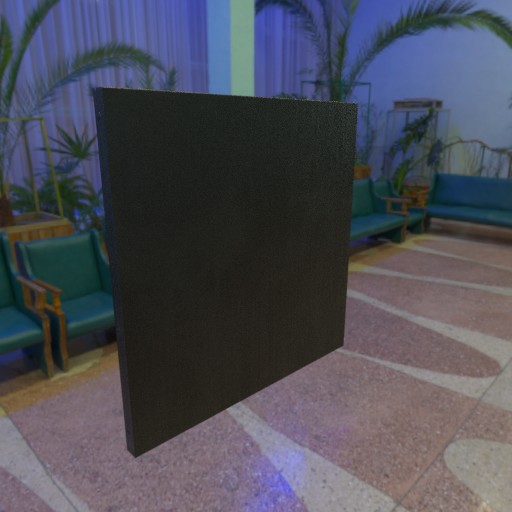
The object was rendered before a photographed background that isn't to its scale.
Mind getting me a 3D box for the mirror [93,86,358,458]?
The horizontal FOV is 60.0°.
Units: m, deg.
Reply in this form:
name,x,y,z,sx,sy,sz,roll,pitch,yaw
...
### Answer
name,x,y,z,sx,sy,sz,roll,pitch,yaw
mirror,0.000,0.000,0.563,0.382,0.381,0.020,-15,22,-41
